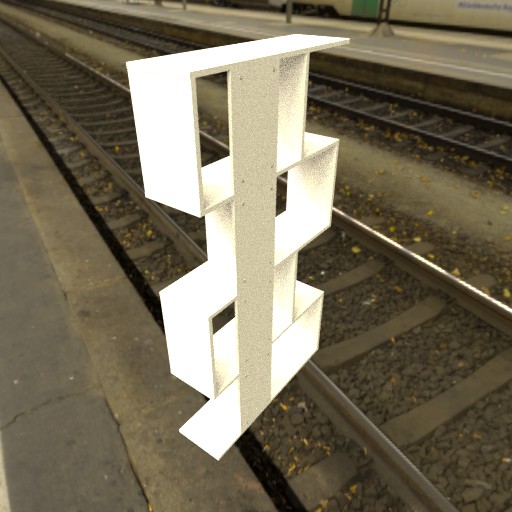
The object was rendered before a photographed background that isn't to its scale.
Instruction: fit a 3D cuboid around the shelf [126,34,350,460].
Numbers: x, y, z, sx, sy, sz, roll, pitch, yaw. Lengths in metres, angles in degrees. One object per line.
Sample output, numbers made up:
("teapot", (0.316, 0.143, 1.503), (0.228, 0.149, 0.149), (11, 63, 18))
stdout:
("shelf", (0.000, 0.000, 1.932), (0.250, 1.650, 0.890), (22, 38, 31))
